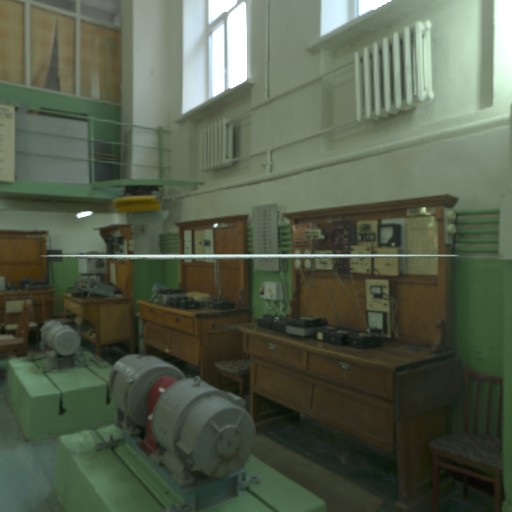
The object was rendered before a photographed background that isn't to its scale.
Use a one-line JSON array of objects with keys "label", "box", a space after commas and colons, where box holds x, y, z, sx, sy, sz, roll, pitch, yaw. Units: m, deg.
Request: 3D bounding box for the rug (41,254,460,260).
[{"label": "rug", "box": [0.000, 0.000, 2.847, 2.233, 0.011, 1.514, 0, 1, -37]}]
